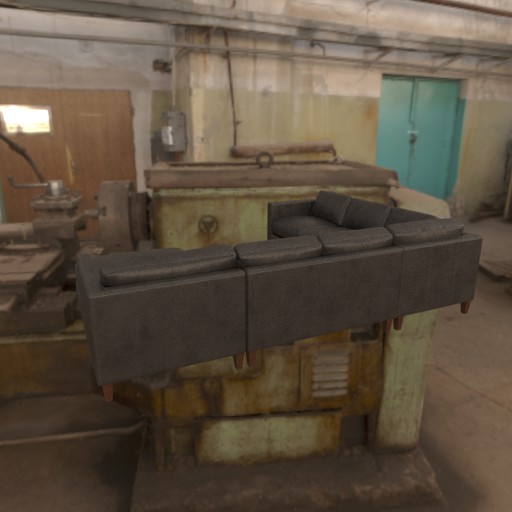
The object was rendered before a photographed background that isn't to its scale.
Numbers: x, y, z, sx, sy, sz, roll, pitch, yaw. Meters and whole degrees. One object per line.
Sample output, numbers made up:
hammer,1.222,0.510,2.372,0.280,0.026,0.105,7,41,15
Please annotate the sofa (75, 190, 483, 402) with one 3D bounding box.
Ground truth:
sofa,0.000,0.000,4.391,3.324,0.891,2.452,-8,18,-24
